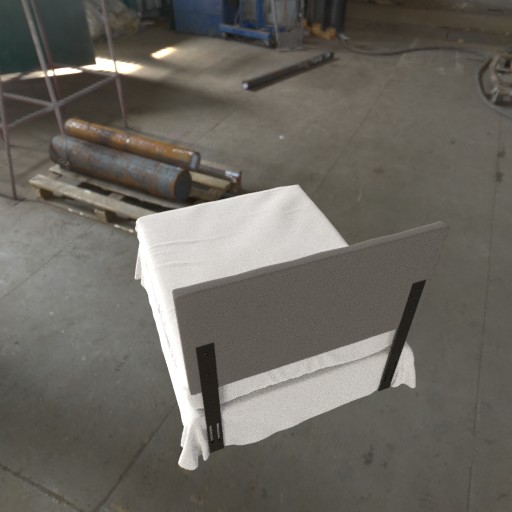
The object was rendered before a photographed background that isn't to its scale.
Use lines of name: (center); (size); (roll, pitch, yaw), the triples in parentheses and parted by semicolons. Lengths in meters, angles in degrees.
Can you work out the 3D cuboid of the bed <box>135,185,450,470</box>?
bed: (0.000, 0.000, 3.562); (1.936, 1.577, 2.222); (-14, 42, -16)
